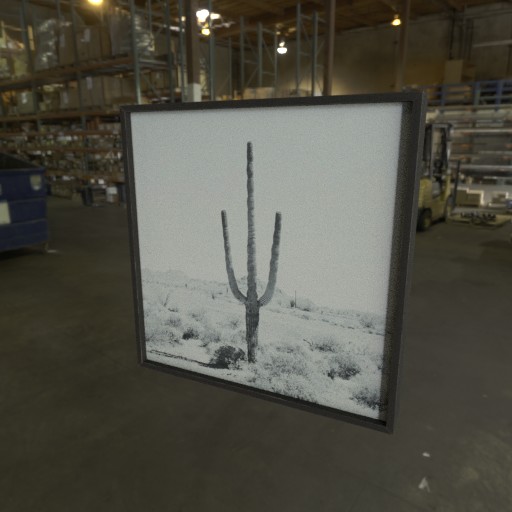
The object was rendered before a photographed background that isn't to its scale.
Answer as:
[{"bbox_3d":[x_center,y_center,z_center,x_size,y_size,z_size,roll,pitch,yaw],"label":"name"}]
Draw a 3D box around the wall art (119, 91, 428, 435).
[{"bbox_3d":[0.000,0.000,0.460,0.305,0.305,0.038,7,16,25],"label":"wall art"}]
